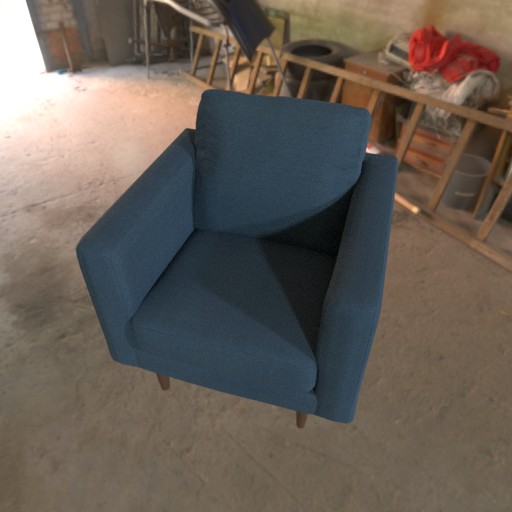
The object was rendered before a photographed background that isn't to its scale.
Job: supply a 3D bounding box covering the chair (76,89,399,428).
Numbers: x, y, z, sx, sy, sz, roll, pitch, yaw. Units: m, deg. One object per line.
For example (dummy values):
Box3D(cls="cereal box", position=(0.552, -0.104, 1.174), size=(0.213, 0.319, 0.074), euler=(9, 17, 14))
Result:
Box3D(cls="chair", position=(0.000, 0.000, 1.558), size=(0.855, 0.922, 0.820), euler=(11, 42, 13))
